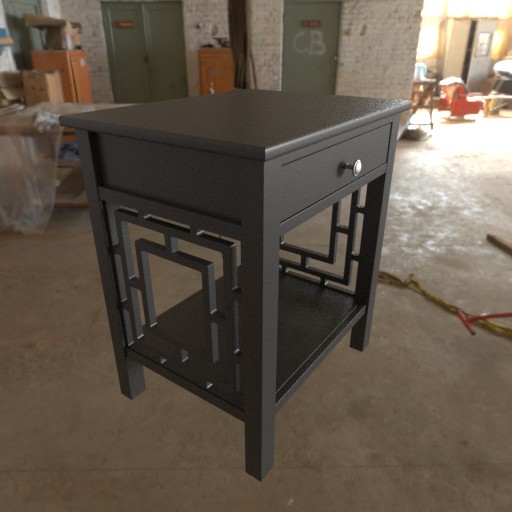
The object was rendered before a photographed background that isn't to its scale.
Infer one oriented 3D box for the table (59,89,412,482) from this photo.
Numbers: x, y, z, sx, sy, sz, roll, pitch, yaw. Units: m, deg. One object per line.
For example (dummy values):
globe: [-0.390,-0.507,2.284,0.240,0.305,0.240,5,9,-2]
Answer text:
table: [0.000,0.000,1.008,0.451,0.646,0.564,17,31,31]
